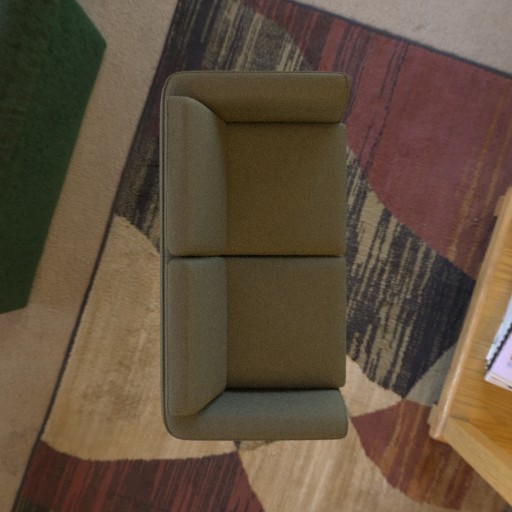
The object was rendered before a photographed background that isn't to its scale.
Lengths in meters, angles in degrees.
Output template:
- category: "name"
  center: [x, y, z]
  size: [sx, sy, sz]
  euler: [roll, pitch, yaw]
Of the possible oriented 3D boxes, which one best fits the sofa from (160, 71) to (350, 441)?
- category: "sofa"
  center: [0.000, 0.000, 2.214]
  size: [0.920, 0.850, 1.700]
  euler: [0, 91, 0]
